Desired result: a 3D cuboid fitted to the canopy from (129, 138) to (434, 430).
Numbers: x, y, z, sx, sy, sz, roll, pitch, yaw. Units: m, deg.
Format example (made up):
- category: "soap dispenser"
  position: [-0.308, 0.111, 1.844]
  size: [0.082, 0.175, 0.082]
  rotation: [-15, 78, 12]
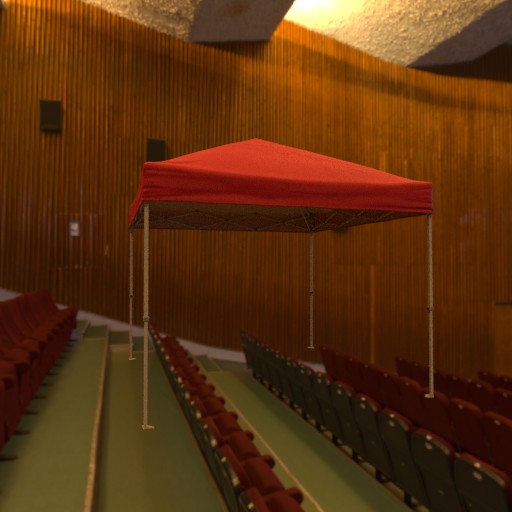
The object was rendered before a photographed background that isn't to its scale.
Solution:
- category: "canopy"
  position: [0.000, 0.000, 5.619]
  size: [2.998, 2.997, 2.996]
  rotation: [0, -1, -18]
